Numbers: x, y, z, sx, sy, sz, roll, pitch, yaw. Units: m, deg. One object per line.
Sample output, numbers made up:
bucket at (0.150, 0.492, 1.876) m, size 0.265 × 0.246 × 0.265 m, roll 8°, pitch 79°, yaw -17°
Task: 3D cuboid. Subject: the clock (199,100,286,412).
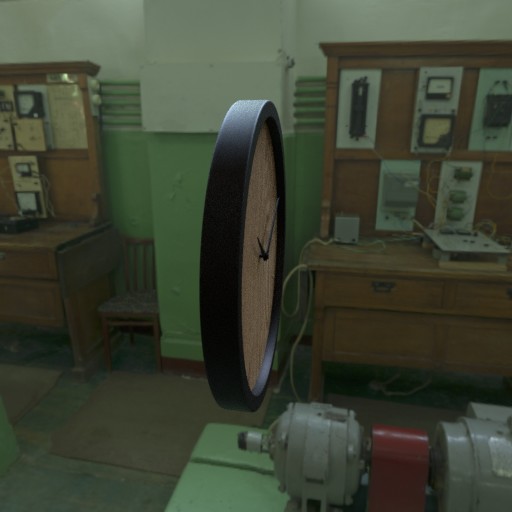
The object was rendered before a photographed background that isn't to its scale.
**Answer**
clock at (0.000, 0.000, 0.472) m, size 0.029 × 0.314 × 0.314 m, roll 3°, pitch 17°, yaw 10°
